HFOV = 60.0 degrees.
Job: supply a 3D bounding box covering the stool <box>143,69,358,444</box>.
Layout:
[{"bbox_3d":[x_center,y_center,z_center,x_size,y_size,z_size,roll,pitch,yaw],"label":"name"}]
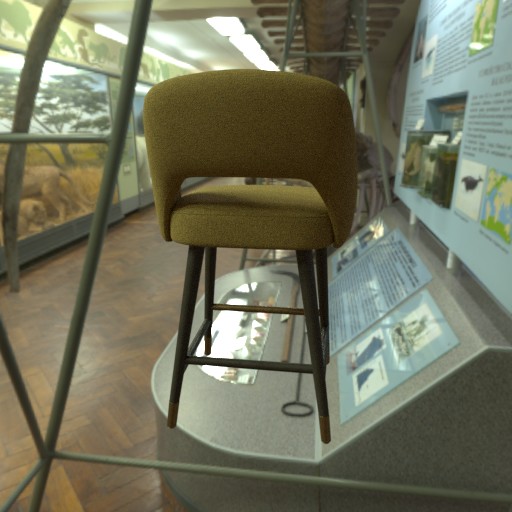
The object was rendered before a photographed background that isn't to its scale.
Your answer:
[{"bbox_3d":[0.000,0.000,1.269,0.536,0.939,0.522,2,16,8],"label":"stool"}]
